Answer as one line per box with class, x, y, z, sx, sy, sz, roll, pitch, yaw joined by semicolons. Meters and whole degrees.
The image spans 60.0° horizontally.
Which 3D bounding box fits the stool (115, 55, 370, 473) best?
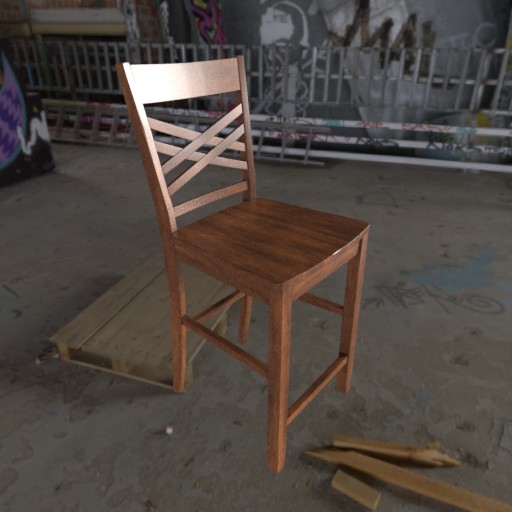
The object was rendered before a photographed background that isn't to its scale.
stool;0.000;0.000;1.341;0.539;1.079;0.462;20;33;34
